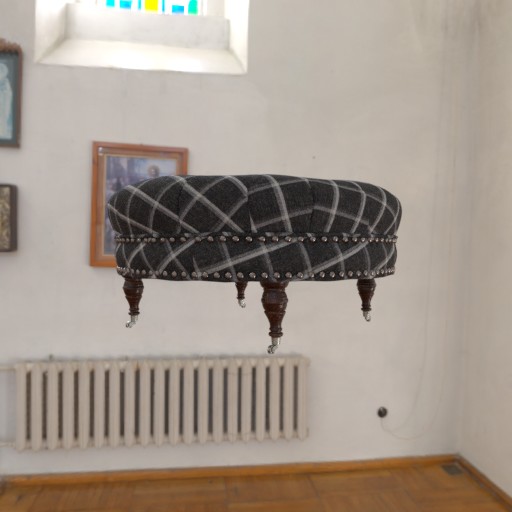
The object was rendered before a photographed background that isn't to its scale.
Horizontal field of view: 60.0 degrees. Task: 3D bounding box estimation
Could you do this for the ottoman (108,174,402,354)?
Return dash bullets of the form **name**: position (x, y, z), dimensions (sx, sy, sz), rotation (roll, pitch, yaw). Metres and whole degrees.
- **ottoman**: position (0.000, 0.000, 1.411), dimensions (0.901, 0.439, 0.901), rotation (0, 1, 0)
